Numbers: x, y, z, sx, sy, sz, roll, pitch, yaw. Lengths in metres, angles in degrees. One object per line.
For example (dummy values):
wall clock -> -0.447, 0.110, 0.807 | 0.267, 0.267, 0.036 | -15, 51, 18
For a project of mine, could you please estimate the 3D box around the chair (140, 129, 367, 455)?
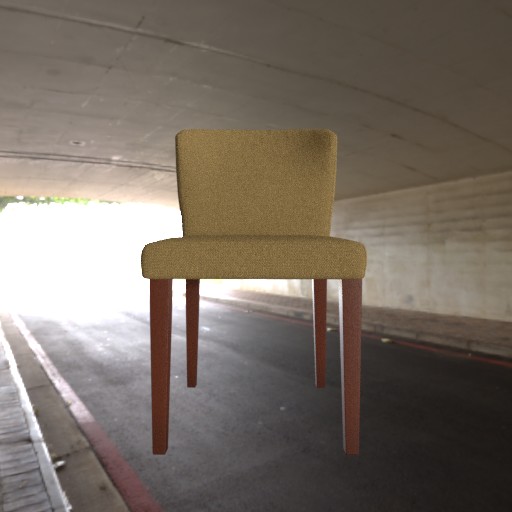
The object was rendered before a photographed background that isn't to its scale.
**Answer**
chair -> 0.000, 0.000, 1.201 | 0.491, 0.839, 0.589 | 0, 0, 0
